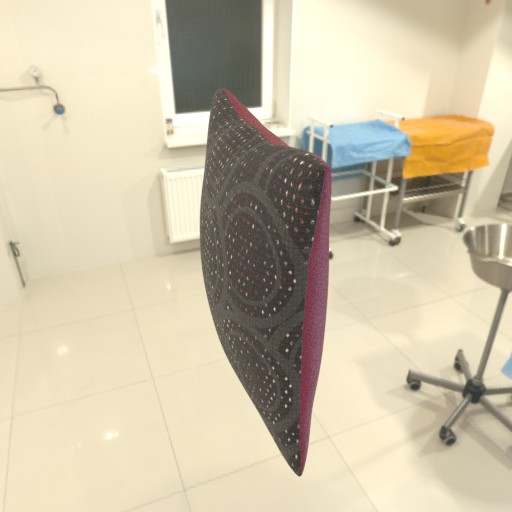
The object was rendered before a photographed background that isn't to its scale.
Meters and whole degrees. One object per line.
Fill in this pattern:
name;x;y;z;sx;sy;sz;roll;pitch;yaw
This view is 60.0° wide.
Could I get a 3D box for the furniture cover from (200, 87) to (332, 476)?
furniture cover;0.000;0.000;0.809;0.193;0.509;0.552;-8;30;-13
